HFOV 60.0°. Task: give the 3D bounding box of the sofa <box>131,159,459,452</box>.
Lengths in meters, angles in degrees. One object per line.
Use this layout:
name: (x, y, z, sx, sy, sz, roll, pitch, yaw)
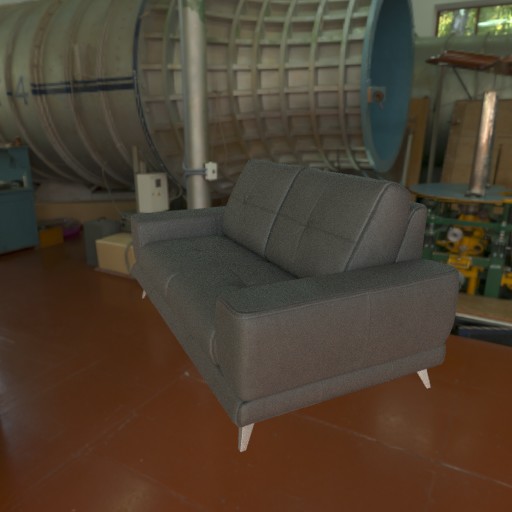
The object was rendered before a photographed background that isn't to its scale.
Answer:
sofa: (0.000, 0.000, 2.354, 1.018, 0.907, 1.806, -8, 18, -25)
